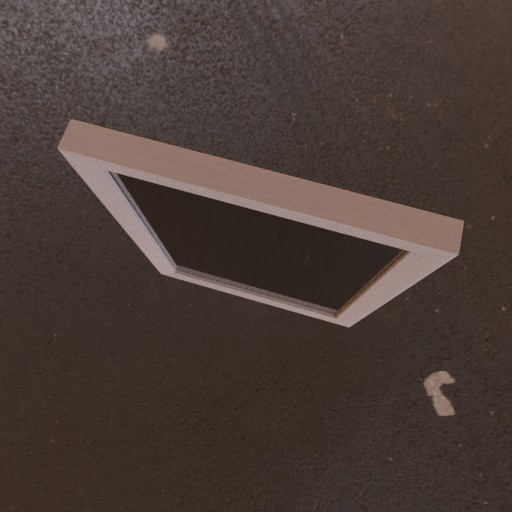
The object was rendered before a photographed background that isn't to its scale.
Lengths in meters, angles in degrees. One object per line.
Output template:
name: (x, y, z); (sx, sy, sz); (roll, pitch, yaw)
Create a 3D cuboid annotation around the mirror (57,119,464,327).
mirror: (0.000, 0.000, 0.678); (0.405, 0.508, 0.041); (15, 74, 5)
